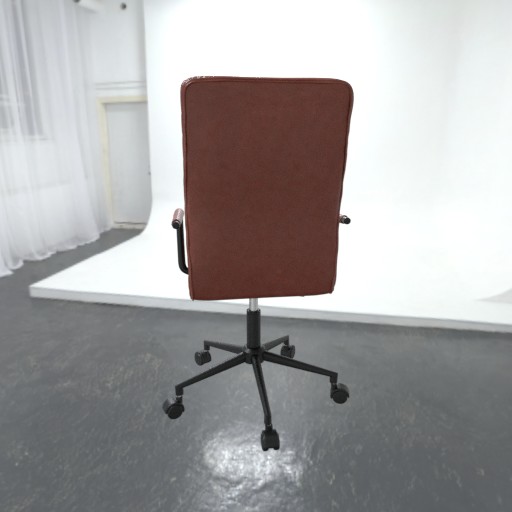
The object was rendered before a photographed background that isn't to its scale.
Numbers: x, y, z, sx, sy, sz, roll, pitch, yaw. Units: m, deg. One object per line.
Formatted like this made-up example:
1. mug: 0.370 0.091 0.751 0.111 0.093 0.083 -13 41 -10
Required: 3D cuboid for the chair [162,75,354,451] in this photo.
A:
1. chair: 0.000 0.000 1.362 0.608 0.979 0.580 -2 15 -8
